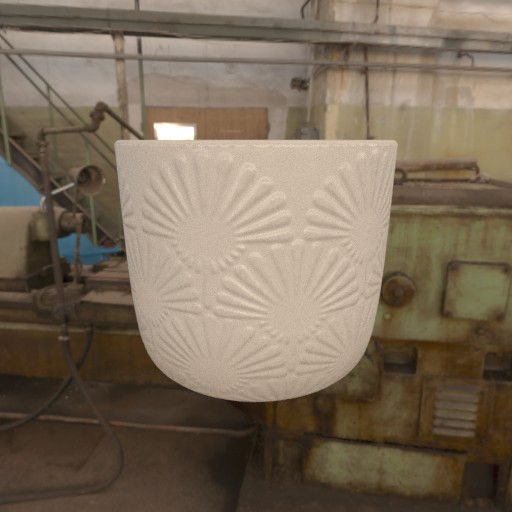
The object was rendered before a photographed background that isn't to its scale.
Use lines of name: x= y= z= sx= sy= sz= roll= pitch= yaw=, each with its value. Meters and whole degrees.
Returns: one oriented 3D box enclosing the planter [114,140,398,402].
planter: x=0.000 y=0.000 z=0.216 sx=0.124 sy=0.109 sz=0.124 roll=0 pitch=15 yaw=0
